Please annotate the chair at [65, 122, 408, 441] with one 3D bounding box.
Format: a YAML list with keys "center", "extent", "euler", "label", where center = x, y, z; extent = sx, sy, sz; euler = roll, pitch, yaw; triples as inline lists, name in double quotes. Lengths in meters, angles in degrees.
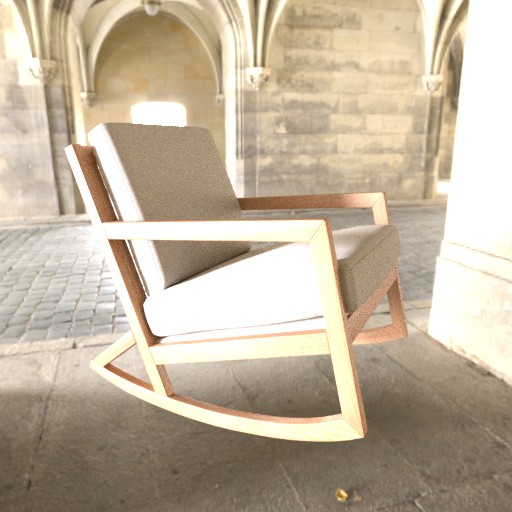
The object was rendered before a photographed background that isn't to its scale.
- center: [0.000, 0.000, 1.368]
  extent: [0.857, 0.790, 0.622]
  euler: [7, 16, 26]
  label: "chair"
